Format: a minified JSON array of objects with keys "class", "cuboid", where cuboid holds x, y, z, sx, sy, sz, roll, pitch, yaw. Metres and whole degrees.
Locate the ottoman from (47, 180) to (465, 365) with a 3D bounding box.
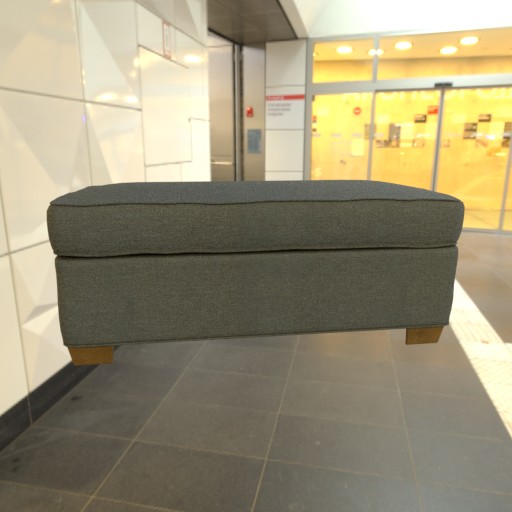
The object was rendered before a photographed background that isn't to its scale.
[{"class":"ottoman","cuboid":[0.000,0.000,1.408,1.110,0.460,0.515,-2,14,-8]}]
